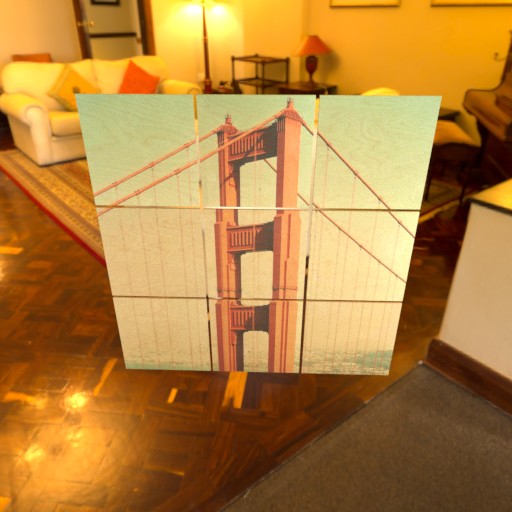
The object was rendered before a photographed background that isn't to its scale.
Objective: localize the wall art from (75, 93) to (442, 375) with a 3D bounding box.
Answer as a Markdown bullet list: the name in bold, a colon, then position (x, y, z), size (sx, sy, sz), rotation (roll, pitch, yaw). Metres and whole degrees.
- **wall art**: position (0.000, 0.000, 2.202), size (1.517, 1.523, 0.013), rotation (1, 29, 2)
